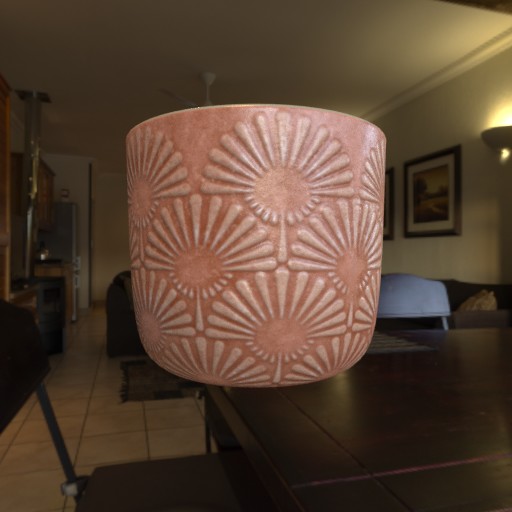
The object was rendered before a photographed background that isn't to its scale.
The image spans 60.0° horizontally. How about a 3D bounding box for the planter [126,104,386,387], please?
[{"bbox_3d":[0.000,0.000,0.220,0.124,0.109,0.124,0,0,0],"label":"planter"}]
